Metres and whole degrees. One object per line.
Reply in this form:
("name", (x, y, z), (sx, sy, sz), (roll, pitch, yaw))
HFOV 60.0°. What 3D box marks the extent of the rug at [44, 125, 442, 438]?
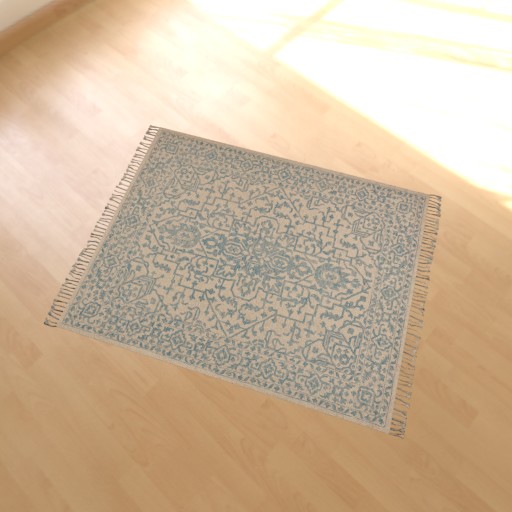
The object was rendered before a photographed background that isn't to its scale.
("rug", (0.000, 0.000, 4.327), (3.327, 0.010, 2.464), (16, 66, 7))
